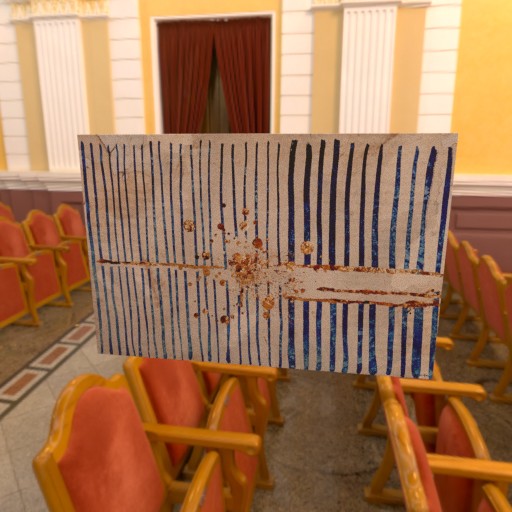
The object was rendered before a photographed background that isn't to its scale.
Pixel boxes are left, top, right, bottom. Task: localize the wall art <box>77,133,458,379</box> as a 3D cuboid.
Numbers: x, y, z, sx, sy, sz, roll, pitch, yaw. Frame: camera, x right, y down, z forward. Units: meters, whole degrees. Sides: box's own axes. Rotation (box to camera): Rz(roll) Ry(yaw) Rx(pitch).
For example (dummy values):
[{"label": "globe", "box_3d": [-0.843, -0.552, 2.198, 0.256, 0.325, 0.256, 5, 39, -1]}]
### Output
[{"label": "wall art", "box_3d": [0.000, 0.000, 1.146, 0.919, 0.609, 0.030, 2, 14, 9]}]
